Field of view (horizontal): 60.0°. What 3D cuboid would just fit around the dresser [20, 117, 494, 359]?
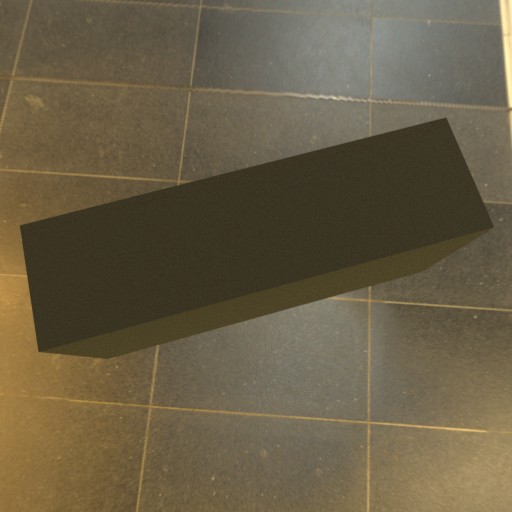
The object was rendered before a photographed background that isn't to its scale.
[{"bbox_3d":[0.000,0.000,1.935,1.558,0.872,0.463,-15,76,-4],"label":"dresser"}]
